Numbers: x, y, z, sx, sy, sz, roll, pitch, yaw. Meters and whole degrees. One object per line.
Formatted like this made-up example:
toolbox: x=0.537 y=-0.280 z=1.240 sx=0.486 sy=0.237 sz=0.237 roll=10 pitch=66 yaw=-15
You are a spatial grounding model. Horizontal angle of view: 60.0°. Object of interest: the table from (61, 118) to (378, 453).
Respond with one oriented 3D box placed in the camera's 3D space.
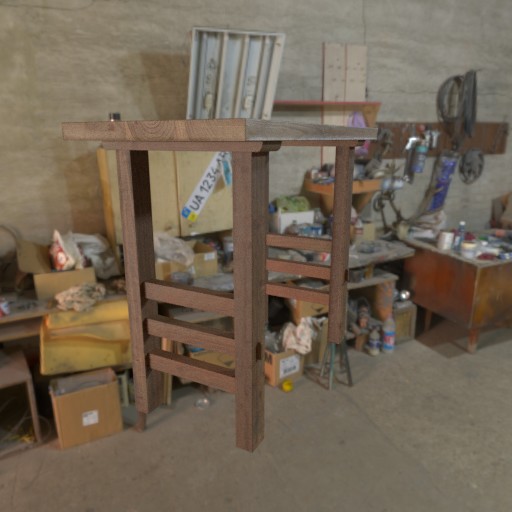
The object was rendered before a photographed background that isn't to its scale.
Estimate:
table: x=0.000 y=0.000 z=1.625 sx=0.556 sy=0.914 sz=1.119 roll=8 pitch=17 yaw=27
